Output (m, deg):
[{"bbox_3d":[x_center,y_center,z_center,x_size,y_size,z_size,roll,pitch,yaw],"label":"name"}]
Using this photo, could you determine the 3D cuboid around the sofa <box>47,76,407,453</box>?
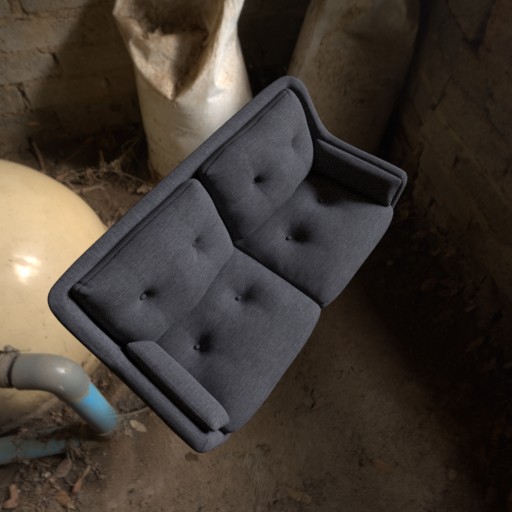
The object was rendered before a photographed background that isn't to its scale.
[{"bbox_3d":[0.000,0.000,2.466,0.975,0.896,1.929,33,65,18],"label":"sofa"}]
